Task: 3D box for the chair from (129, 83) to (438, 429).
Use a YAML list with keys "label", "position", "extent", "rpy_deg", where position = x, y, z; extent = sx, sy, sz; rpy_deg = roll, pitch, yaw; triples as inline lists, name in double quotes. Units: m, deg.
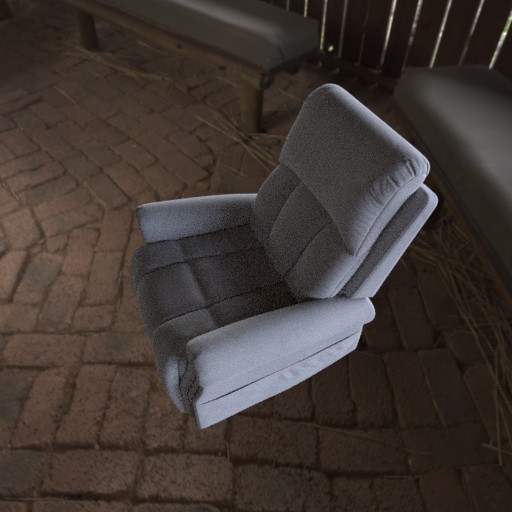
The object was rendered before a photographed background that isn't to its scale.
- label: "chair"
  position: [0.000, 0.000, 1.750]
  extent: [0.979, 1.031, 0.871]
  rpy_deg: [-18, 50, -16]
